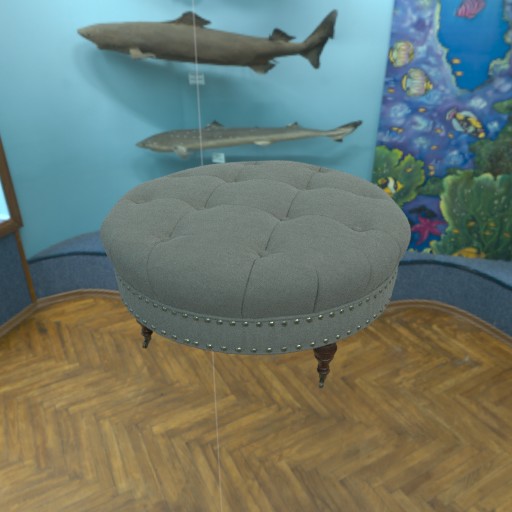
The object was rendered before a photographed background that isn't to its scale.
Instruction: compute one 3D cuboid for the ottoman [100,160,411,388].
[{"bbox_3d":[0.000,0.000,1.397,0.901,0.439,0.901,0,27,0],"label":"ottoman"}]
